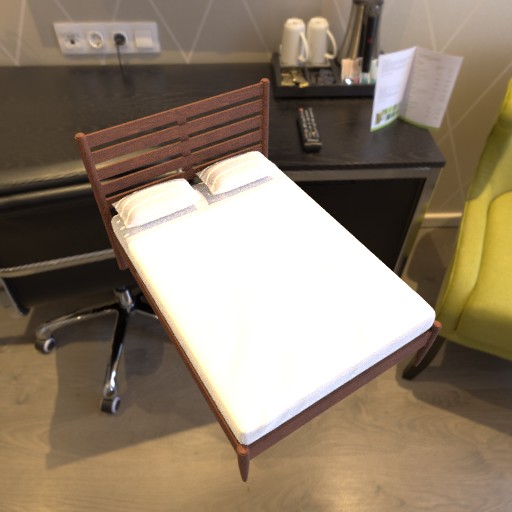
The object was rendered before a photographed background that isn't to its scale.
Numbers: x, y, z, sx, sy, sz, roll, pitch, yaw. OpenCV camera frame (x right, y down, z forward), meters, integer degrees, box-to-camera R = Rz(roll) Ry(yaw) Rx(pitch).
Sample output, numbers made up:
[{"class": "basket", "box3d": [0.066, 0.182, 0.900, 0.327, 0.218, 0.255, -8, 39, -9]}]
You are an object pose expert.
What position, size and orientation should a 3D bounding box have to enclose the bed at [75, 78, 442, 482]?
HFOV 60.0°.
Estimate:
[{"class": "bed", "box3d": [0.000, 0.000, 3.046, 1.509, 1.304, 2.093, -25, 52, -21]}]
